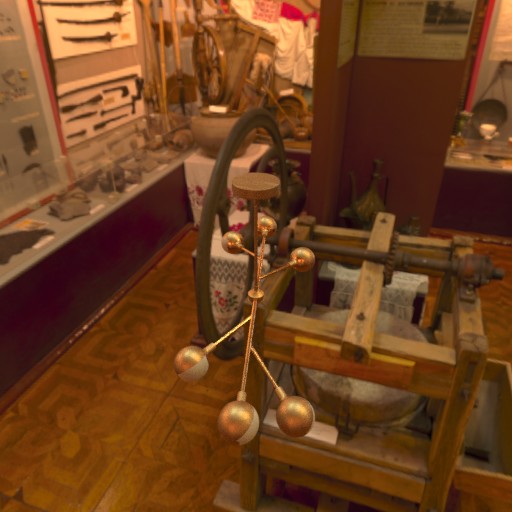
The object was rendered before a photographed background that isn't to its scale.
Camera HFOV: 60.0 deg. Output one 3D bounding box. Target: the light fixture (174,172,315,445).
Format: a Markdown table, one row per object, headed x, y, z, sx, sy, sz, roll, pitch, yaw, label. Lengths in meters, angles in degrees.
| x | y | z | sx | sy | sz | roll | pitch | yaw | label |
| --- | --- | --- | --- | --- | --- | --- | --- | --- | --- |
| 0.000 | 0.000 | 1.012 | 0.434 | 0.362 | 0.778 | 11 | 32 | 18 | light fixture |
